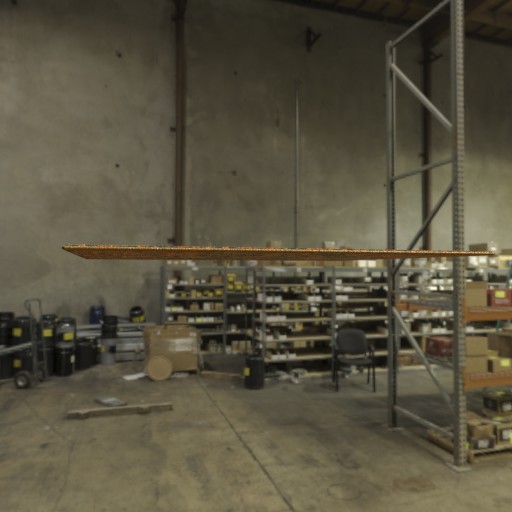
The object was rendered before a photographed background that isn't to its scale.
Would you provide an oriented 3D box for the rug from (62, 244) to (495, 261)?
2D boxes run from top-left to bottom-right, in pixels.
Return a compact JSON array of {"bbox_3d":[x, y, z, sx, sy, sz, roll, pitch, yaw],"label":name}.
[{"bbox_3d":[0.000,0.000,4.051,3.040,0.031,2.435,1,-2,-18],"label":"rug"}]
